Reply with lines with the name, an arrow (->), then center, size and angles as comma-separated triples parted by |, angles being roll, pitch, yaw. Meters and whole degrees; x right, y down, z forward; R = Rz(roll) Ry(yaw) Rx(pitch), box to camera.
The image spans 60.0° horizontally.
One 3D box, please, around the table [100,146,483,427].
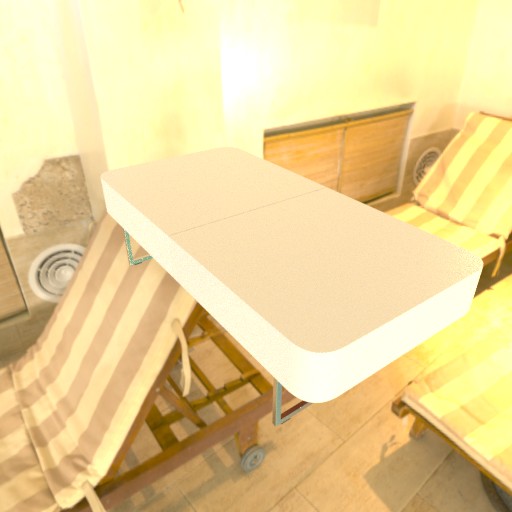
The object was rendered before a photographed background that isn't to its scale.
table -> 0.000, 0.000, 1.459 | 0.600, 0.340, 1.200 | -20, 37, -30
